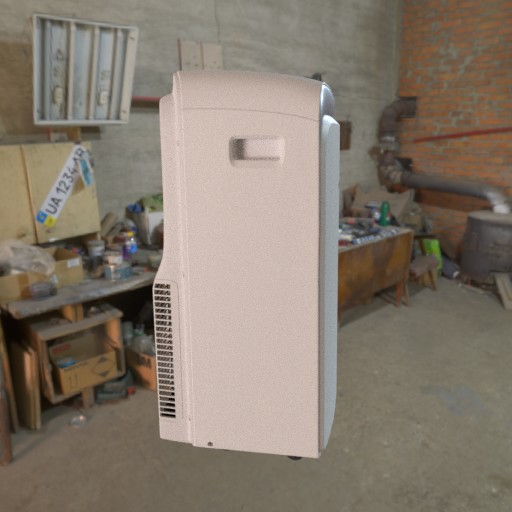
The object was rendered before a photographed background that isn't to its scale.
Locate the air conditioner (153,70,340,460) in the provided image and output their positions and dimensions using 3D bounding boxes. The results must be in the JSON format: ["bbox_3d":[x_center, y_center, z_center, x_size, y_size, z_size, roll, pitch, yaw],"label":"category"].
[{"bbox_3d":[0.000,0.000,0.942,0.365,0.700,0.454,3,15,11],"label":"air conditioner"}]
